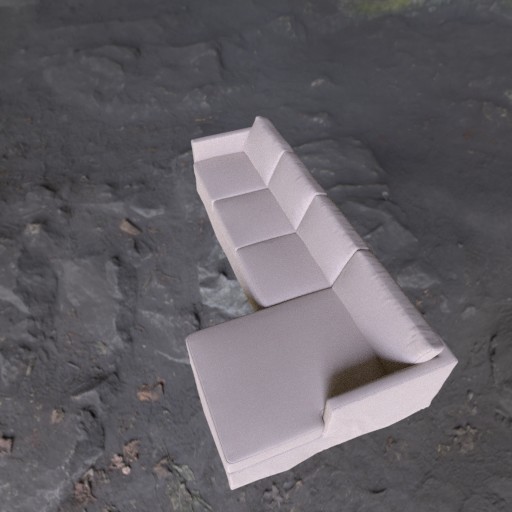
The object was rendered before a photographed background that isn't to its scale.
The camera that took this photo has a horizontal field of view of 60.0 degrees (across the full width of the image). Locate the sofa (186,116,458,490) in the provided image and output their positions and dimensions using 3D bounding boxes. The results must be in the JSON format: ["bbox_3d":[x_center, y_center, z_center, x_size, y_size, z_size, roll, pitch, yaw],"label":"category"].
[{"bbox_3d":[0.000,0.000,3.859,1.622,0.871,3.206,-16,49,-14],"label":"sofa"}]
